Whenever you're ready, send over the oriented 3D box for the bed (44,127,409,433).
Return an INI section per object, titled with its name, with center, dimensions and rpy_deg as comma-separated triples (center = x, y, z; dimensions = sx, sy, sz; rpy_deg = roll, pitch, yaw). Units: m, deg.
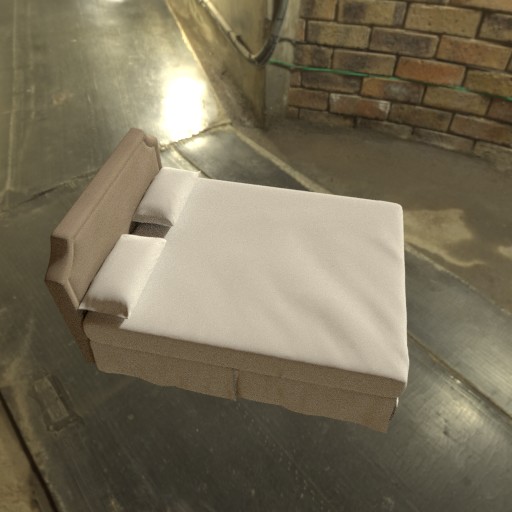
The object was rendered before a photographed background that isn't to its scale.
[bed]
center = 0.000, 0.000, 3.646
dimensions = 2.498, 1.293, 1.977
rpy_deg = 9, 47, 8
